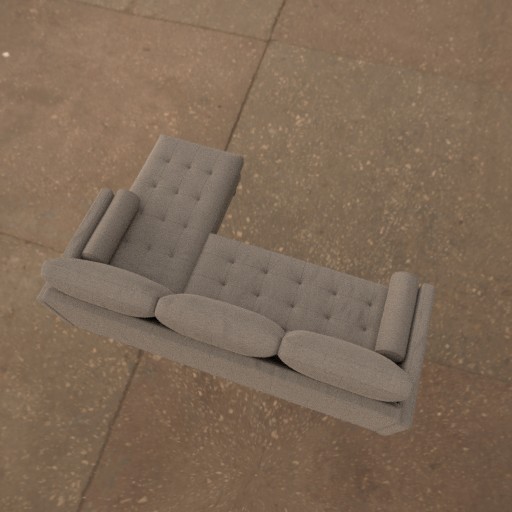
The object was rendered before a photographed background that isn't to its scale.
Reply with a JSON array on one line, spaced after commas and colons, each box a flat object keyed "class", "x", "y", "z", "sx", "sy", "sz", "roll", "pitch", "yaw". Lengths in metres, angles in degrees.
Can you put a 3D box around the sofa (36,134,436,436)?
[{"class": "sofa", "x": 0.000, "y": 0.000, "z": 2.848, "sx": 2.178, "sy": 0.875, "sz": 1.506, "roll": 17, "pitch": 65, "yaw": 8}]
